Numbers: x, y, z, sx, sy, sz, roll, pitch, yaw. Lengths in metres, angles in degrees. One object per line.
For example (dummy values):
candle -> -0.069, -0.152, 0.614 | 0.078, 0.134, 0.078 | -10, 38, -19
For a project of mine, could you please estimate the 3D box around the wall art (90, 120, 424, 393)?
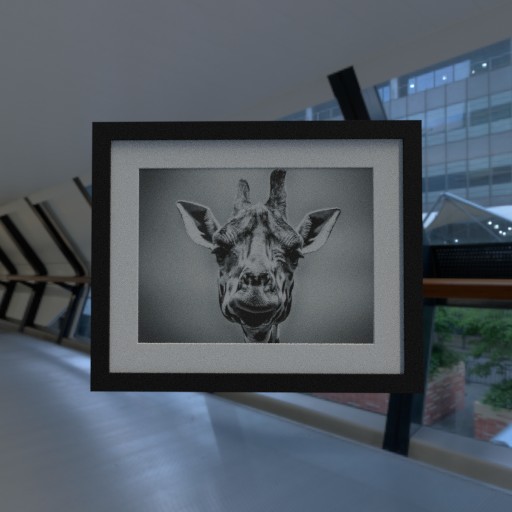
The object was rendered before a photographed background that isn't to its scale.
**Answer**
wall art -> 0.000, 0.000, 0.761 | 0.558, 0.457, 0.031 | 0, -1, 1
